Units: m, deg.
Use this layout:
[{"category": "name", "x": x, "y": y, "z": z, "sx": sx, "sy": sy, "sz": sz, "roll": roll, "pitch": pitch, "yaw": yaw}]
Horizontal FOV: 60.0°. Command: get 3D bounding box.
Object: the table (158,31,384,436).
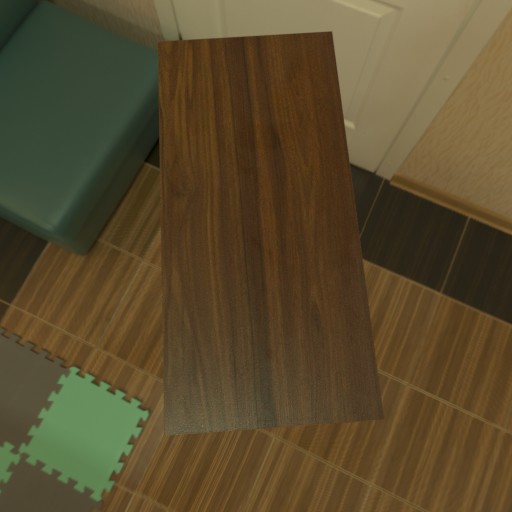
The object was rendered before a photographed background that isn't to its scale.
[{"category": "table", "x": 0.000, "y": 0.000, "z": 1.215, "sx": 0.390, "sy": 0.725, "sz": 0.802, "roll": -4, "pitch": 76, "yaw": -1}]
